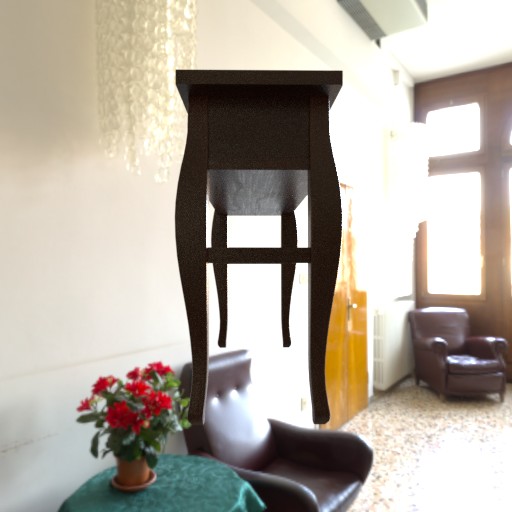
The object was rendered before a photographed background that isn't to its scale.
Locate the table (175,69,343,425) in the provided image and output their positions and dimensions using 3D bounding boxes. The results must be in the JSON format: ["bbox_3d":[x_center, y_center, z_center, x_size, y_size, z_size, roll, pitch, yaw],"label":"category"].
[{"bbox_3d":[0.000,0.000,1.464,0.373,0.768,1.062,0,-1,-1],"label":"table"}]
